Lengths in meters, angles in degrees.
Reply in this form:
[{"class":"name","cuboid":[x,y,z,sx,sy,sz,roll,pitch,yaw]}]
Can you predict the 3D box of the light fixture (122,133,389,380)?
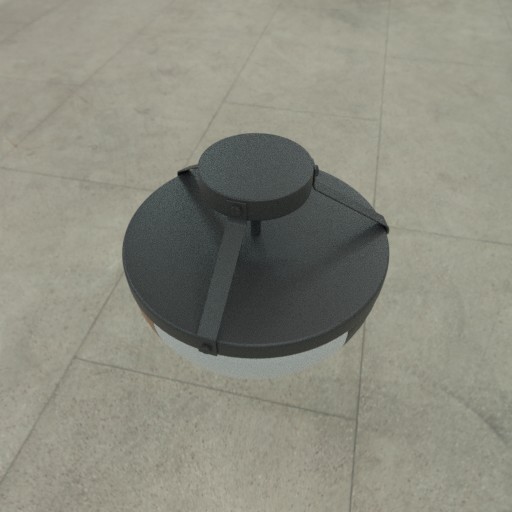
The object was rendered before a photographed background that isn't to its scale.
[{"class":"light fixture","cuboid":[0.000,0.000,0.540,0.304,0.269,0.304,0,47,0]}]
